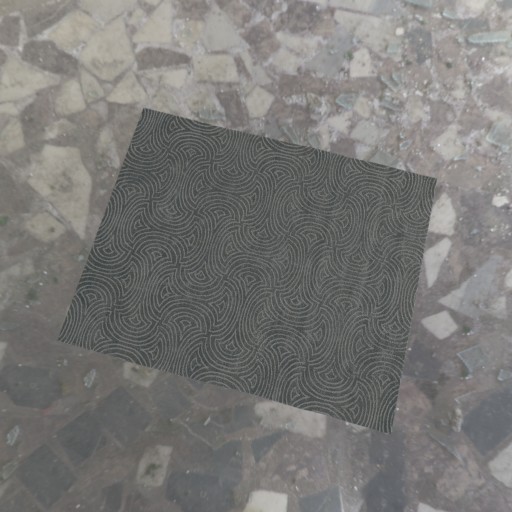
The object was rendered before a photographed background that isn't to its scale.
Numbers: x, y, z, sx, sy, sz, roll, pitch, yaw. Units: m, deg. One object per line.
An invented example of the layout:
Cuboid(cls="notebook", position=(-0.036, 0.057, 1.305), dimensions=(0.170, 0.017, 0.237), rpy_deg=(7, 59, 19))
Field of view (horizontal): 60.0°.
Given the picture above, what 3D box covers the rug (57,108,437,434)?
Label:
Cuboid(cls="rug", position=(0.000, 0.000, 4.171), dimensions=(3.042, 0.021, 2.456), rpy_deg=(15, 76, 4))
